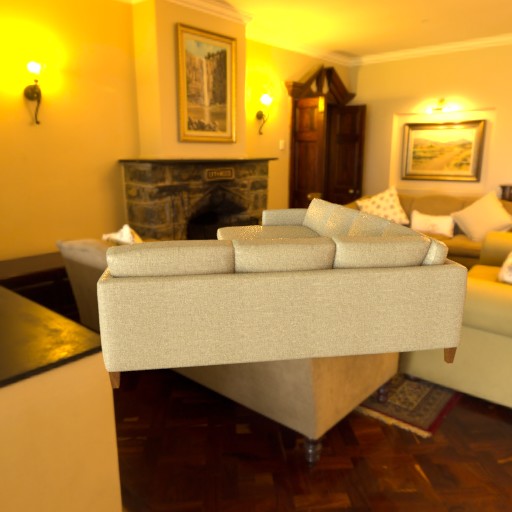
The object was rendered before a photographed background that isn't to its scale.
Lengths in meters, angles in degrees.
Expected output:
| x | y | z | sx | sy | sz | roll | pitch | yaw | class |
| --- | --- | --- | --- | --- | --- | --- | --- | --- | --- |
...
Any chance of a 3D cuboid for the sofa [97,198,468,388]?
| x | y | z | sx | sy | sz | roll | pitch | yaw | class |
| --- | --- | --- | --- | --- | --- | --- | --- | --- | --- |
| 0.000 | 0.000 | 4.670 | 2.594 | 0.961 | 3.460 | -2 | 13 | -8 | sofa |
